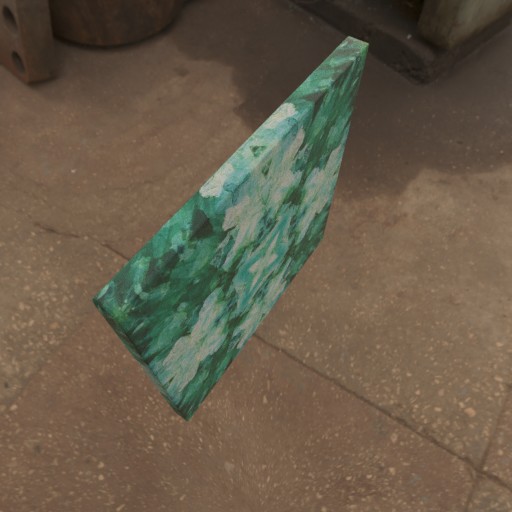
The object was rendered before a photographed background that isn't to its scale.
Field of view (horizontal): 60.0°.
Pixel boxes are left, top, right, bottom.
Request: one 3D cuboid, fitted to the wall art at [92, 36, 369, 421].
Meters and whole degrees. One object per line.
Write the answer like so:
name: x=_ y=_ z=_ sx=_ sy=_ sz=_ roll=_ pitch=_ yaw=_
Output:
wall art: x=0.000 y=0.000 z=0.739 sx=0.038 sy=0.508 sz=0.507 roll=31 pitch=64 yaw=17
